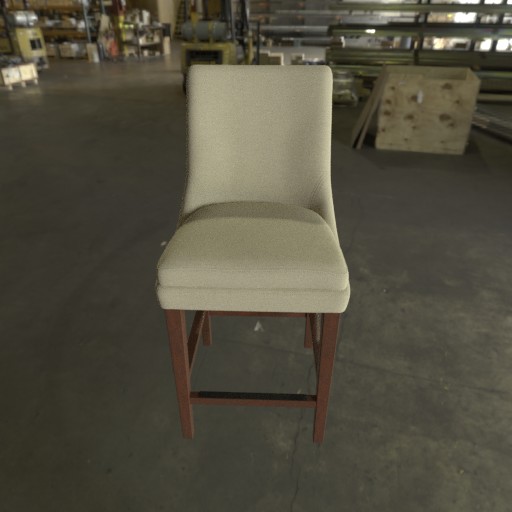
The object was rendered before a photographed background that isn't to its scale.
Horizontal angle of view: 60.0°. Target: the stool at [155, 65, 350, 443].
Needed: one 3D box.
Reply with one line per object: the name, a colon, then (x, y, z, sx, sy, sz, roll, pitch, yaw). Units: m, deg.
stool: (0.000, 0.000, 1.302, 0.470, 0.981, 0.577, 1, 30, 2)
